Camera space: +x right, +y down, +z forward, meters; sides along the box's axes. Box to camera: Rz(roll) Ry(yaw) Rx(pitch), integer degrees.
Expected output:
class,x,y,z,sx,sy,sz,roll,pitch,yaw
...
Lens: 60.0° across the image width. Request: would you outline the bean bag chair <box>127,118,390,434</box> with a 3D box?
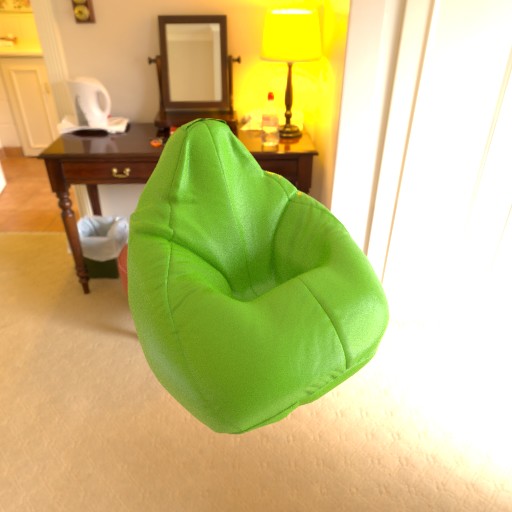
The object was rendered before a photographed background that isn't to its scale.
class,x,y,z,sx,sy,sz,roll,pitch,yaw
bean bag chair,0.000,0.000,1.863,1.070,0.990,1.070,-22,38,-32
